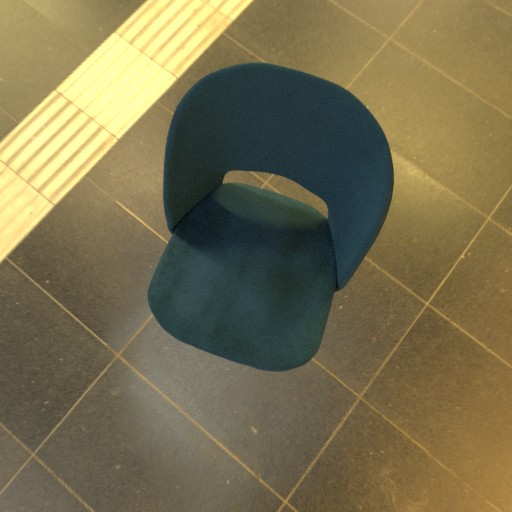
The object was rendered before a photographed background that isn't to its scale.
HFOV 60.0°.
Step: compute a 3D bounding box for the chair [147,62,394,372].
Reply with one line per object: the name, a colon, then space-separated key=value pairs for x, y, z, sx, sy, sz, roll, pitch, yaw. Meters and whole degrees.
chair: x=0.000 y=0.000 z=1.226 sx=0.527 sy=0.860 sz=0.577 roll=19 pitch=77 yaw=4
